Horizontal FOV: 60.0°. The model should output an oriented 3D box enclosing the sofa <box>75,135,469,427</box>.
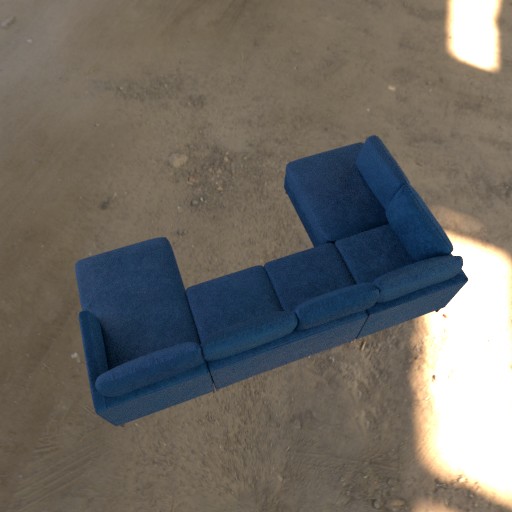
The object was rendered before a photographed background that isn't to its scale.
[{"bbox_3d":[0.000,0.000,4.405,3.434,0.992,2.055,-17,61,-10],"label":"sofa"}]
